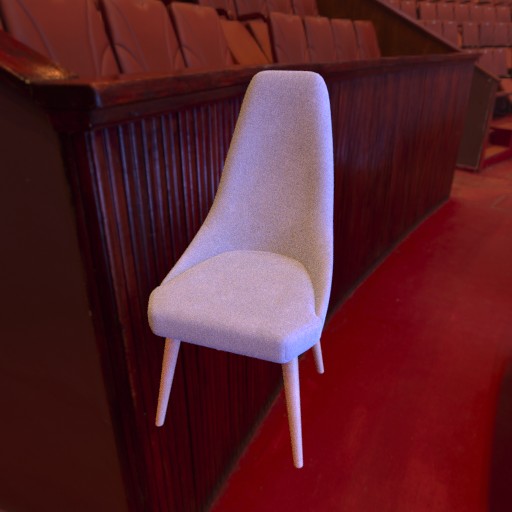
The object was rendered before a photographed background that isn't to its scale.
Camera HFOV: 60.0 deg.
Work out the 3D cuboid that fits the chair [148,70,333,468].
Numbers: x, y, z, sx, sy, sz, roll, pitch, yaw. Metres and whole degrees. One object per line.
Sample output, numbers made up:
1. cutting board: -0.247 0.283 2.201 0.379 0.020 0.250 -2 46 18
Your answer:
1. chair: 0.000 0.000 1.391 0.510 1.040 0.660 9 27 17
